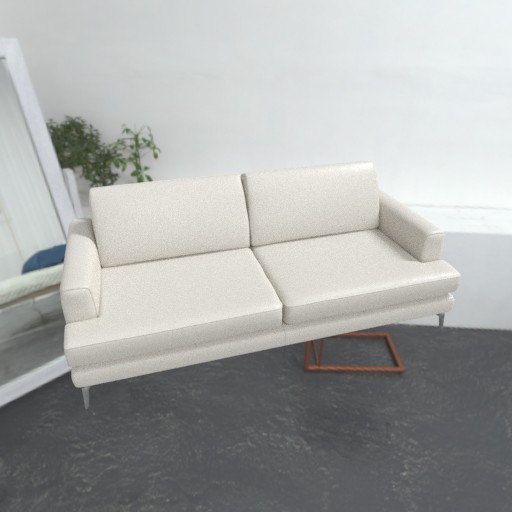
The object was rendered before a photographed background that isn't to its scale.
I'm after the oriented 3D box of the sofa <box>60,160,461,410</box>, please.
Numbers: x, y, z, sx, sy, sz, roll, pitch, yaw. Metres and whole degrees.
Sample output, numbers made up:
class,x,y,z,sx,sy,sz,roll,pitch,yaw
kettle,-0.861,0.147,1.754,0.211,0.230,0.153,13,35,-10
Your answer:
class,x,y,z,sx,sy,sz,roll,pitch,yaw
sofa,0.000,0.000,2.422,1.940,0.765,0.974,-9,31,-14
